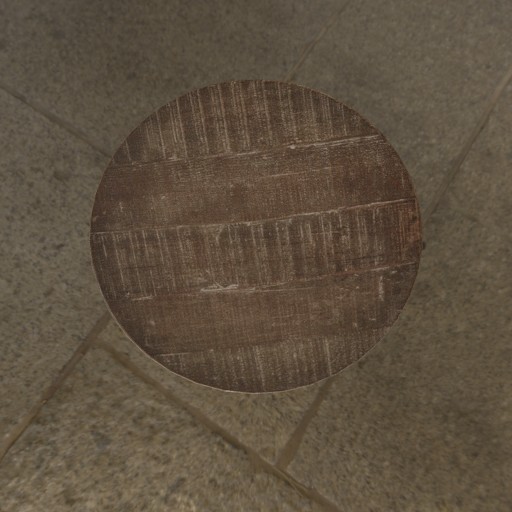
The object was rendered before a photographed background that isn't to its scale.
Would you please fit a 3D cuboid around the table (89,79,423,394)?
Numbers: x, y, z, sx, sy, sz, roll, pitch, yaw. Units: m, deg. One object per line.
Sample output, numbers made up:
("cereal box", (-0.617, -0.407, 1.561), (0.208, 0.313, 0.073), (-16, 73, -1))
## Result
("table", (0.000, 0.000, 0.954), (0.557, 0.437, 0.557), (0, 74, 0))
